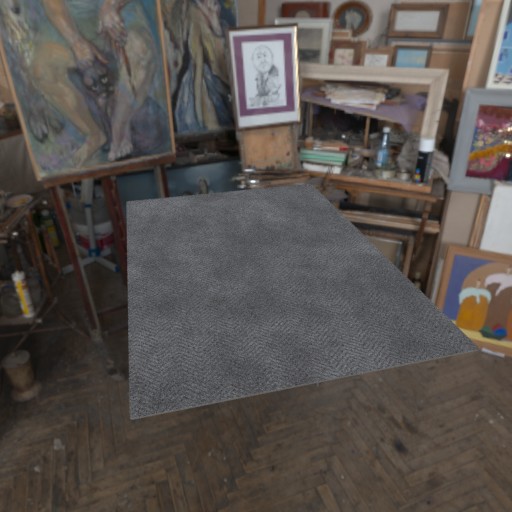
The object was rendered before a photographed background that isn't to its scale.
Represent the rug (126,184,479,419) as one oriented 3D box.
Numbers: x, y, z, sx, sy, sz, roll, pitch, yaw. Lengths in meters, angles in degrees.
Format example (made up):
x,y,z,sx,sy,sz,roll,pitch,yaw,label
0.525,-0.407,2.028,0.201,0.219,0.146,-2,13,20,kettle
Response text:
x,y,z,sx,sy,sz,roll,pitch,yaw,label
0.000,0.000,2.848,1.600,0.008,2.235,-7,31,-13,rug
